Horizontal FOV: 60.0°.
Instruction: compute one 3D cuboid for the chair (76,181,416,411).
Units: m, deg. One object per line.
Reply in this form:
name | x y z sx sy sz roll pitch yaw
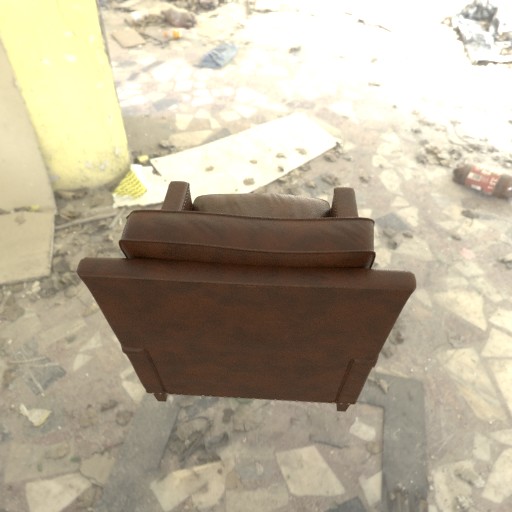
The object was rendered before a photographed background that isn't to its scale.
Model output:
chair | 0.000 0.000 1.767 0.854 1.054 1.035 2 46 2
